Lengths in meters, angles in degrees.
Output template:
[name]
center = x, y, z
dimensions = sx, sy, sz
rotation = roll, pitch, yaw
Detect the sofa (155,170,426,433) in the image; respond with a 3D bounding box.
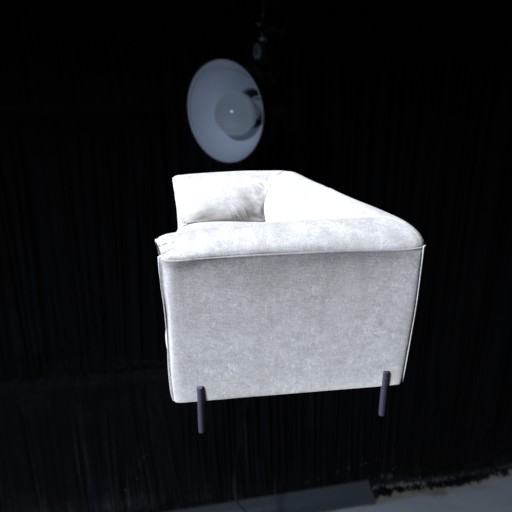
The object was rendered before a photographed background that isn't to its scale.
[sofa]
center = 0.000, 0.000, 2.383
dimensions = 0.905, 0.747, 1.878
rotation = -2, 17, -8
